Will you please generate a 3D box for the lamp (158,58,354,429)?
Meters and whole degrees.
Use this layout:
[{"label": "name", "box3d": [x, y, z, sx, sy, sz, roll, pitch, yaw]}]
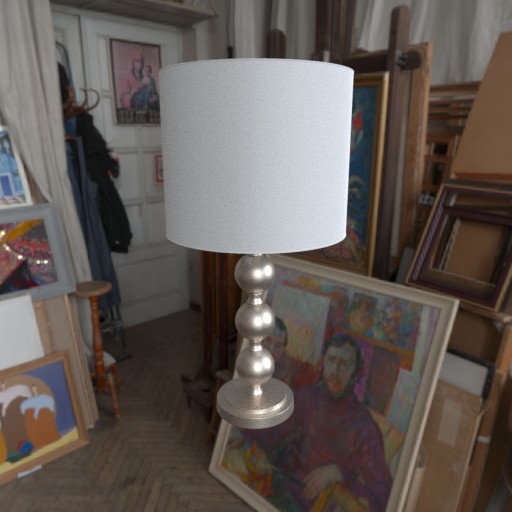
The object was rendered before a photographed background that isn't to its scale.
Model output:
[{"label": "lamp", "box3d": [0.000, 0.000, 0.704, 0.277, 0.538, 0.277, 2, 15, 9]}]
